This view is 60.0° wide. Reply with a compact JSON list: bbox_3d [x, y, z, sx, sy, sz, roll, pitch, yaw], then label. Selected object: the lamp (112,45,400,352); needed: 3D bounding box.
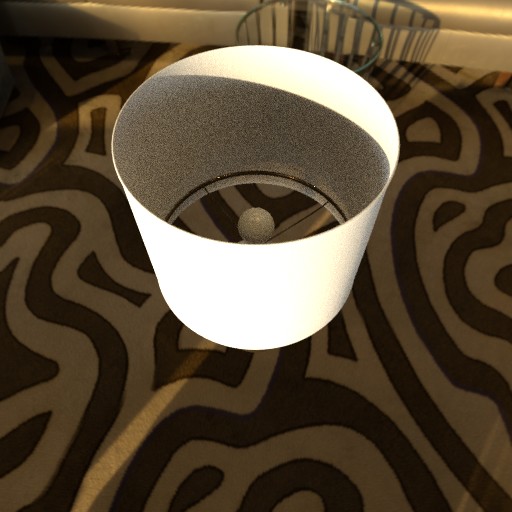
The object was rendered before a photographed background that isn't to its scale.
[{"bbox_3d":[0.000,0.000,0.516,0.229,0.380,0.229,0,57,0],"label":"lamp"}]
